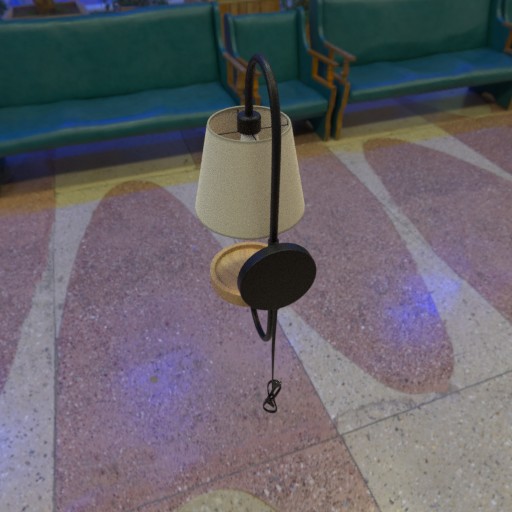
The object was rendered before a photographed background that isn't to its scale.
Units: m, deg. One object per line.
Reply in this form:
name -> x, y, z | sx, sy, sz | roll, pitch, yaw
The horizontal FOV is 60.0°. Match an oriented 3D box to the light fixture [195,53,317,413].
light fixture -> 0.000, 0.000, 0.933 | 0.220, 0.821, 0.299 | -12, 43, -13
